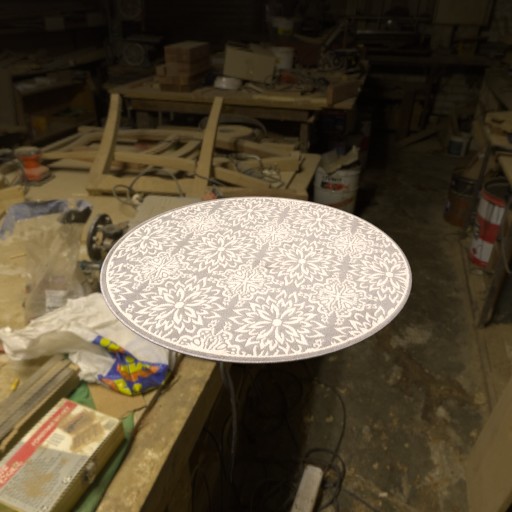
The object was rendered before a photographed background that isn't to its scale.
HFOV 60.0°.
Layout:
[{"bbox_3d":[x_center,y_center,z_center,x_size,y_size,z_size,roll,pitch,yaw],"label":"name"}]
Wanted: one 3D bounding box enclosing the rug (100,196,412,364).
[{"bbox_3d":[0.000,0.000,2.362,1.593,0.012,1.593,0,31,0],"label":"rug"}]
